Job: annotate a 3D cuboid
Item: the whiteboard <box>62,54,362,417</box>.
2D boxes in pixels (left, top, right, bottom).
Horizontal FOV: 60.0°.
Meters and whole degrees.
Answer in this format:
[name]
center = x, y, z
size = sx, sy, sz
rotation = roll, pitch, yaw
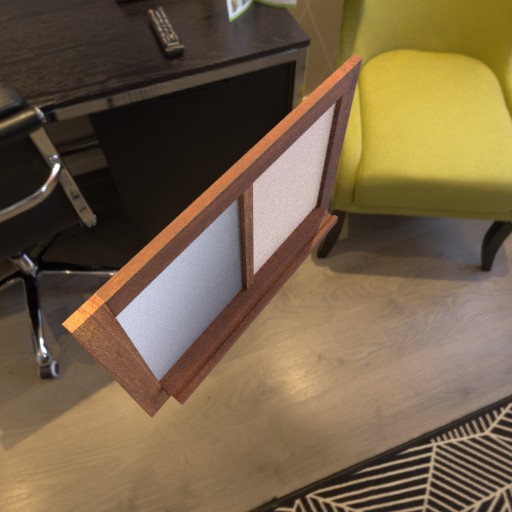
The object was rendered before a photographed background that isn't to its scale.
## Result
[whiteboard]
center = 0.000, 0.000, 1.010
size = 0.083, 0.559, 0.783
rotation = 34, 64, 19
